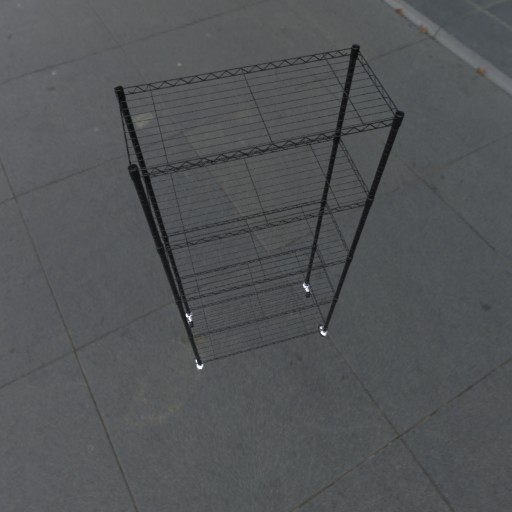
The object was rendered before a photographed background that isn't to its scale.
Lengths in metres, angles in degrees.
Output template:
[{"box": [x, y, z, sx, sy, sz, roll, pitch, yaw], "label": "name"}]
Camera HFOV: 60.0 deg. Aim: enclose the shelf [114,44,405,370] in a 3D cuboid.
[{"box": [0.000, 0.000, 1.925, 0.762, 1.645, 0.356, -13, 59, -8], "label": "shelf"}]
